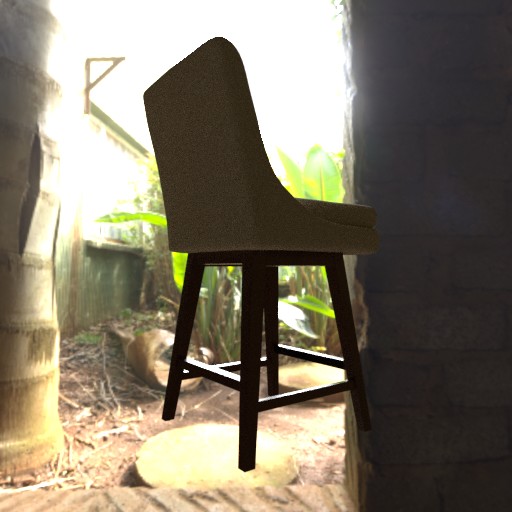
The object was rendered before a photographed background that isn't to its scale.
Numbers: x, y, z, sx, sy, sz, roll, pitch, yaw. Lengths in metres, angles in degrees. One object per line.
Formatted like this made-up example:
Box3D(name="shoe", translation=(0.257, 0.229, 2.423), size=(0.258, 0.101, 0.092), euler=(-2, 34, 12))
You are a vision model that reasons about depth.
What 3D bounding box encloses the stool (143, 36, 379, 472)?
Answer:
Box3D(name="stool", translation=(0.000, 0.000, 1.298), size=(0.559, 0.991, 0.483), euler=(1, -2, -37))
